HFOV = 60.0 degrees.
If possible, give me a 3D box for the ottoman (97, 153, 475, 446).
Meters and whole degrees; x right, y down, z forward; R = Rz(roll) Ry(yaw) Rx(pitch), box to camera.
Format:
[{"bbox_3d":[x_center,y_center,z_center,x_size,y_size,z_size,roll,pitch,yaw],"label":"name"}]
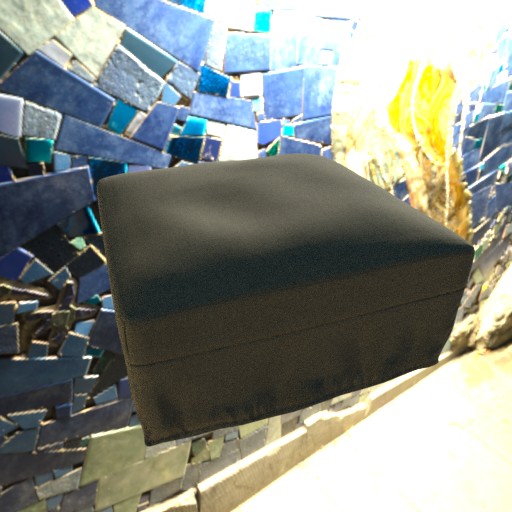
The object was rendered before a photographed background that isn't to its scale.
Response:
[{"bbox_3d":[0.000,0.000,1.332,0.843,0.436,0.840,-10,31,-17],"label":"ottoman"}]
